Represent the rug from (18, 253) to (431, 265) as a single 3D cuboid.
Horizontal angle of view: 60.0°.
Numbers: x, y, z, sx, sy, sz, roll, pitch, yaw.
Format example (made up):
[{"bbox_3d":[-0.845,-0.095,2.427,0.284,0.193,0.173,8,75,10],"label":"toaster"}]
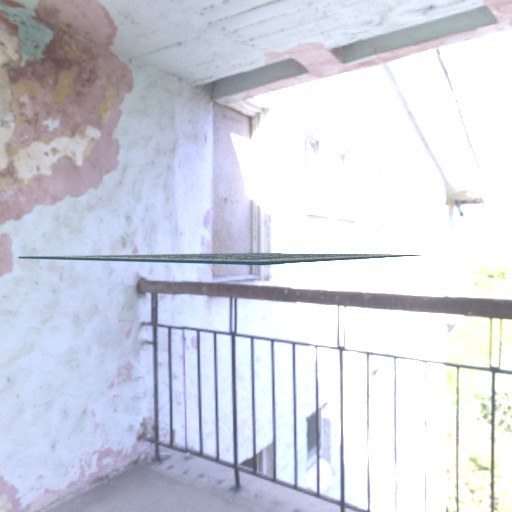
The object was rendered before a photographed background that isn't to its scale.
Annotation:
[{"bbox_3d":[0.000,0.000,3.925,2.226,0.015,3.044,1,1,35],"label":"rug"}]
